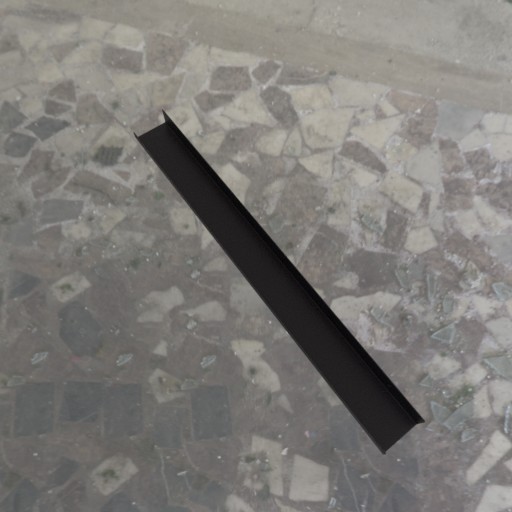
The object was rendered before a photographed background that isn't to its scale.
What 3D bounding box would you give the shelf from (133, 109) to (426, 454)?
[{"bbox_3d":[0.000,0.000,0.977,0.092,0.049,0.924,-34,70,-14],"label":"shelf"}]
